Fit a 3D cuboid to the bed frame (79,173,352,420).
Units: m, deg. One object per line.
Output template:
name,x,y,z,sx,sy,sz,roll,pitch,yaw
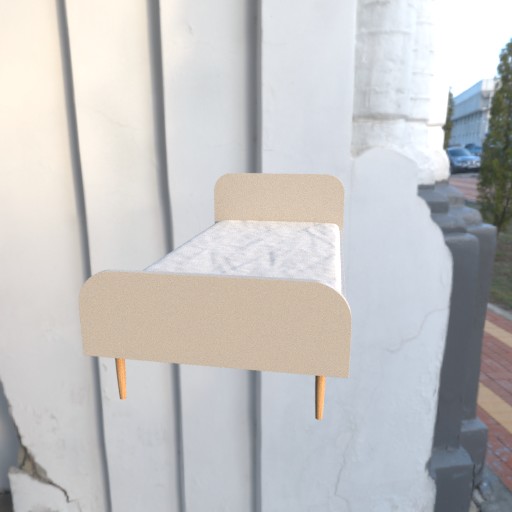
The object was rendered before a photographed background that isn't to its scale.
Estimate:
bed frame,0.000,0.000,2.513,0.998,0.805,1.963,2,14,10
